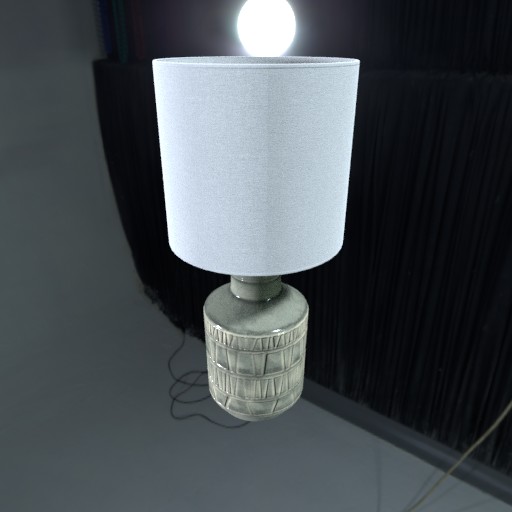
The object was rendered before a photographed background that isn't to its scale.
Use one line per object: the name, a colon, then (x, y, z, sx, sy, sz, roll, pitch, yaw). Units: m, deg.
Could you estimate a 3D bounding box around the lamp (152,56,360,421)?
lamp: (0.000, 0.000, 0.560, 0.211, 0.455, 0.211, 17, 31, 31)
